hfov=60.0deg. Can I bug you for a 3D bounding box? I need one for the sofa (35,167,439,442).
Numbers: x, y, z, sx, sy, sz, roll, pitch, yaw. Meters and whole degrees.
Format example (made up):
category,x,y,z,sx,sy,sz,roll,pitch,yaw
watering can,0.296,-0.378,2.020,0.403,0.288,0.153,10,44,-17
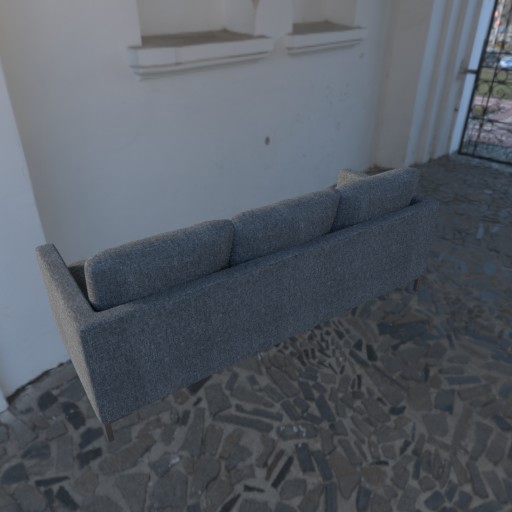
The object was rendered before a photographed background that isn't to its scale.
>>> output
category,x,y,z,sx,sy,sz,roll,pitch,yaw
sofa,0.000,0.000,2.633,2.218,0.874,0.859,-19,35,-29
